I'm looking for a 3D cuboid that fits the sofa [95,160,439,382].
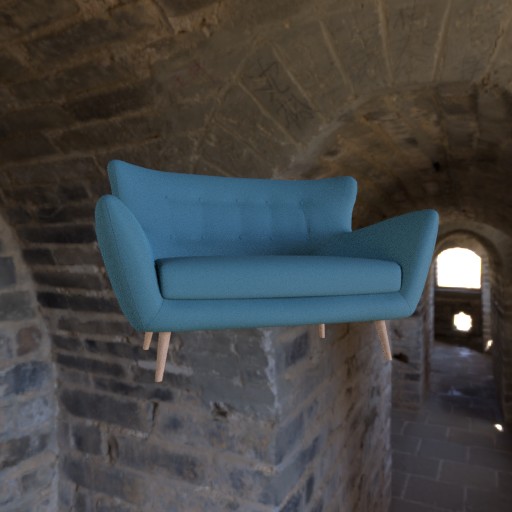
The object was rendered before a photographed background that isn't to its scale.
[{"bbox_3d":[0.000,0.000,2.049,1.397,0.889,0.889,0,0,-20],"label":"sofa"}]
